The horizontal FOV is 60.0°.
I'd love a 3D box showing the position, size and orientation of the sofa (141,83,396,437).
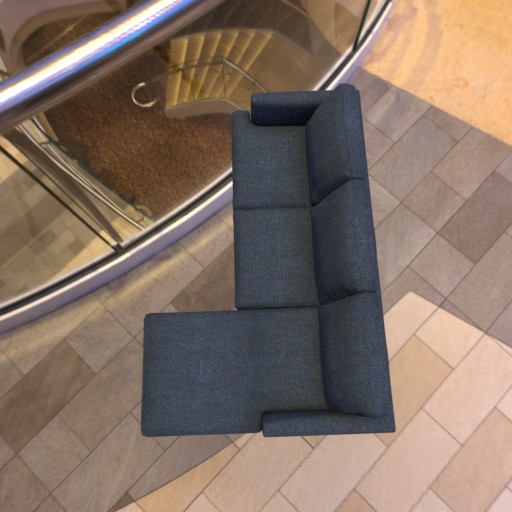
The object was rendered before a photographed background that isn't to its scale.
[{"bbox_3d":[0.000,0.000,2.971,1.504,0.956,2.233,-2,75,-1],"label":"sofa"}]
